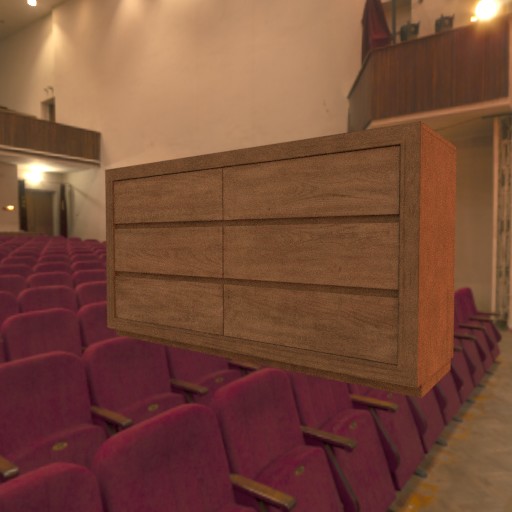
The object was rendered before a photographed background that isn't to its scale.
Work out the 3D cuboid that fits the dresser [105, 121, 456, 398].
[{"bbox_3d":[0.000,0.000,2.068,1.628,0.889,0.483,2,3,36],"label":"dresser"}]
